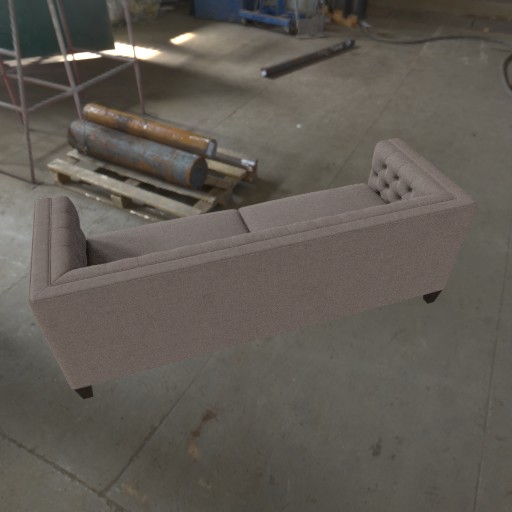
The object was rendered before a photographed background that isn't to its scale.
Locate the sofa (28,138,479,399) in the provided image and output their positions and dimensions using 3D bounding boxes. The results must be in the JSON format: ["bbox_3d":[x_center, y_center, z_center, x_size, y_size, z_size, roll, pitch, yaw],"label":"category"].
[{"bbox_3d":[0.000,0.000,2.523,2.159,0.762,0.775,-13,43,-14],"label":"sofa"}]
